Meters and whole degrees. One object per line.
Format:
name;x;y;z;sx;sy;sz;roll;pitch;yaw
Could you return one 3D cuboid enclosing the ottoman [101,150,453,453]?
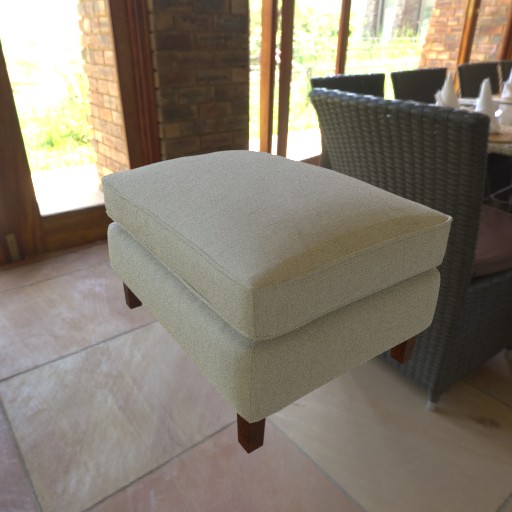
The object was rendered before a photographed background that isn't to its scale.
ottoman;0.000;0.000;0.997;0.501;0.406;0.665;-17;31;-31
